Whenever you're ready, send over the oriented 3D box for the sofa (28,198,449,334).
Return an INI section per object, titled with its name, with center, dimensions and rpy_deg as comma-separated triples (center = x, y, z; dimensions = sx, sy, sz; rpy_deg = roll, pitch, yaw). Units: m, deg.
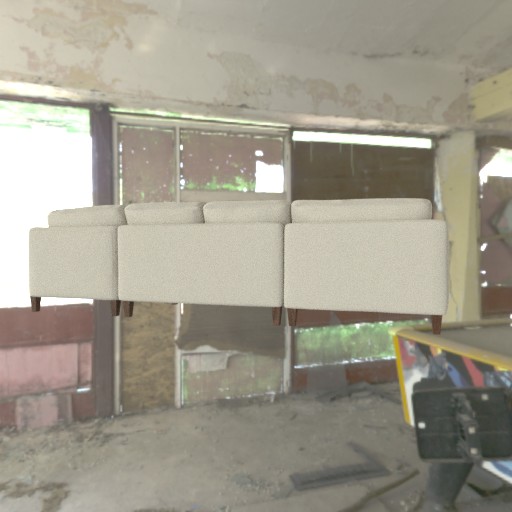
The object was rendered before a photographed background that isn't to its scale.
[sofa]
center = 0.000, 0.000, 4.595
dimensions = 3.459, 0.956, 2.593
rpy_deg = 0, 1, 17
